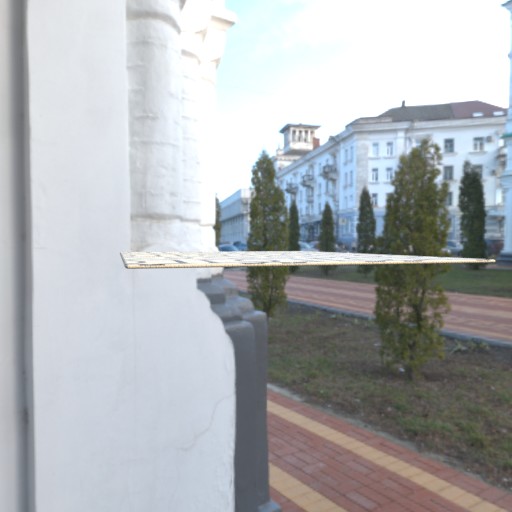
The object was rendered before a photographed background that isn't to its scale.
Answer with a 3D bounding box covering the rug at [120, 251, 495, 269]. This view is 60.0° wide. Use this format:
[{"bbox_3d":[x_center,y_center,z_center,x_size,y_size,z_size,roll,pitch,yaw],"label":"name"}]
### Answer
[{"bbox_3d":[0.000,0.000,3.801,2.211,0.021,2.910,-1,2,-18],"label":"rug"}]
